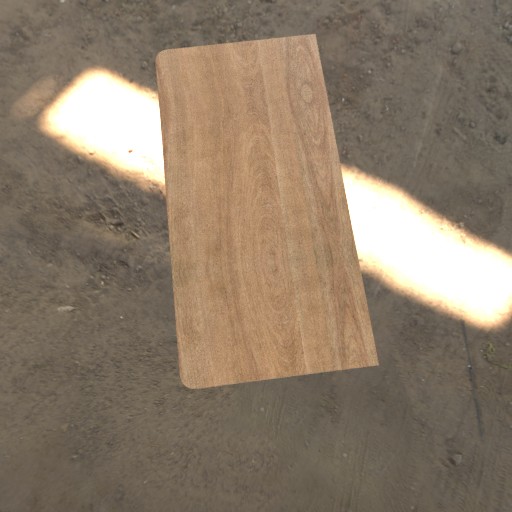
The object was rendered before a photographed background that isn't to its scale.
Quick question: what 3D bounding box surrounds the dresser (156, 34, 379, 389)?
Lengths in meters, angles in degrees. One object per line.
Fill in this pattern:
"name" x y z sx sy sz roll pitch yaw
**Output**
"dresser" 0.000 0.000 1.832 0.484 1.318 0.973 -7 75 -2
